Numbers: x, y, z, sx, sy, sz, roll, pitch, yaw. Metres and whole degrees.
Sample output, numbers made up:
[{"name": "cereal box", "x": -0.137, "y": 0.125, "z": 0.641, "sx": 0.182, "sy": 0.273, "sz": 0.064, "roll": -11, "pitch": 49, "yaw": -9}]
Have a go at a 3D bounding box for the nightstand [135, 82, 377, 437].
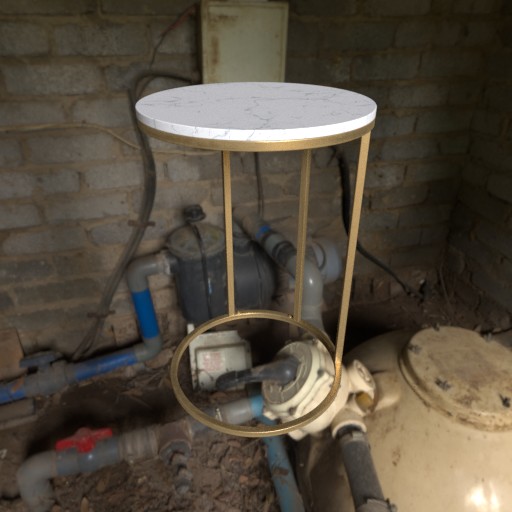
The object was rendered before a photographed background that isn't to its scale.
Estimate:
[{"name": "nightstand", "x": 0.000, "y": 0.000, "z": 0.906, "sx": 0.400, "sy": 0.610, "sz": 0.400, "roll": 19, "pitch": 35, "yaw": 30}]
